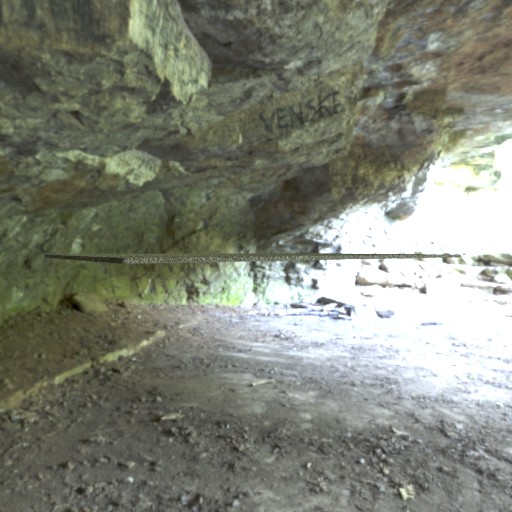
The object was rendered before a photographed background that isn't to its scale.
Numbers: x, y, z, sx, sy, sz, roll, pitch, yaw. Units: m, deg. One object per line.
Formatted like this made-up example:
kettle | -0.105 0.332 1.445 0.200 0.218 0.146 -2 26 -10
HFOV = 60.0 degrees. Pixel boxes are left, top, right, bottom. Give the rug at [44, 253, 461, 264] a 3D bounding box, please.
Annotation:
rug | 0.000 0.000 3.441 2.699 0.026 1.802 -1 1 -35
